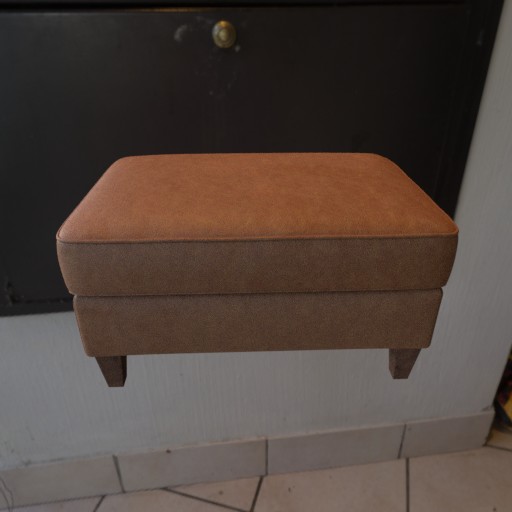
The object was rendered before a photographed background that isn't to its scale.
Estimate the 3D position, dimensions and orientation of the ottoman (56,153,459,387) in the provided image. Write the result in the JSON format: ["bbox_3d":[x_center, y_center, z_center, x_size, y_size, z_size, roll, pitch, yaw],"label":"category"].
[{"bbox_3d":[0.000,0.000,1.224,0.864,0.483,0.584,-1,29,-2],"label":"ottoman"}]
